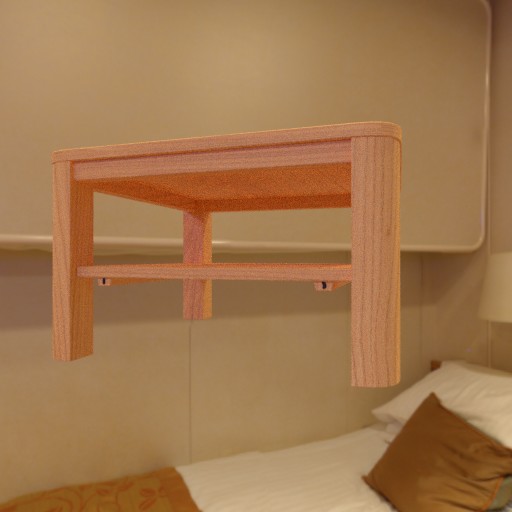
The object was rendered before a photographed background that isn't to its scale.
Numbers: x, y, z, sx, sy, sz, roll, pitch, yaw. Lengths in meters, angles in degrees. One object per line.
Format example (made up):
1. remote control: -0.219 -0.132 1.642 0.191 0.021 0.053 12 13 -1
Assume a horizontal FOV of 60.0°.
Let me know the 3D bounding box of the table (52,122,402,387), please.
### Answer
1. table: 0.000 0.000 1.202 0.750 0.450 0.750 0 0 18
